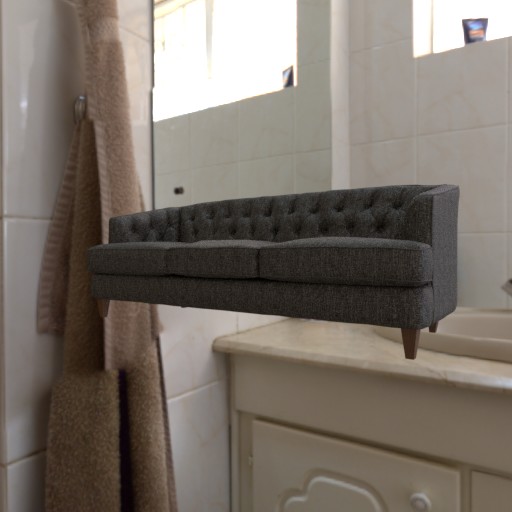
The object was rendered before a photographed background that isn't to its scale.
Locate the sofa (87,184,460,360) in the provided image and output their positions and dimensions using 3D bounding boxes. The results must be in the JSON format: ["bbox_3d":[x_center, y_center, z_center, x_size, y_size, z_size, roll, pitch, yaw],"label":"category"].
[{"bbox_3d":[0.000,0.000,2.768,2.278,0.855,0.941,0,0,35],"label":"sofa"}]
